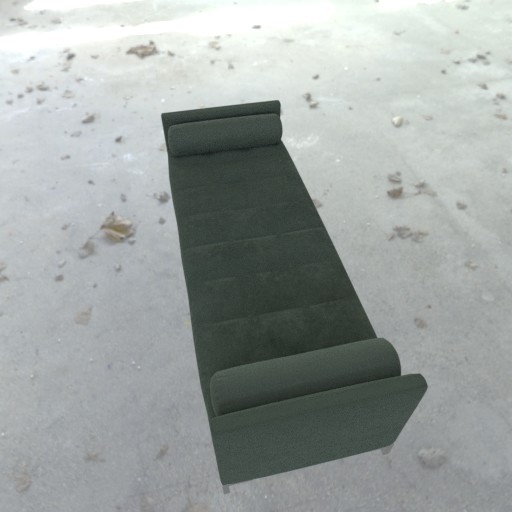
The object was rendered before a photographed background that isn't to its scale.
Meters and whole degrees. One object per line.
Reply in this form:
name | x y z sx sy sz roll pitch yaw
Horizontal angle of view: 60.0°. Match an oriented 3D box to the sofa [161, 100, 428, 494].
sofa | 0.000 0.000 2.408 0.797 0.657 2.102 -10 48 -9
